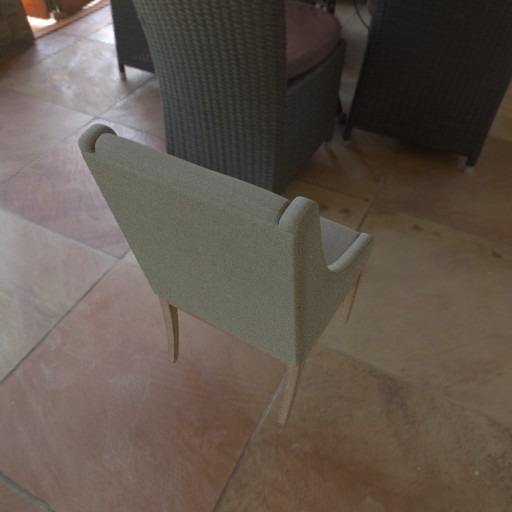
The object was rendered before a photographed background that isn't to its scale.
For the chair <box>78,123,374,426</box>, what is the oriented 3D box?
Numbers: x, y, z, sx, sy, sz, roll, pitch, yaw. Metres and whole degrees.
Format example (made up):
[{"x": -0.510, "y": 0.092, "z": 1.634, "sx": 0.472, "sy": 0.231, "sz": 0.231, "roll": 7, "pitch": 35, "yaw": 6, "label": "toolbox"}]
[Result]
[{"x": 0.000, "y": 0.000, "z": 1.378, "sx": 0.575, "sy": 1.021, "sz": 0.611, "roll": 23, "pitch": 52, "yaw": 20, "label": "chair"}]
